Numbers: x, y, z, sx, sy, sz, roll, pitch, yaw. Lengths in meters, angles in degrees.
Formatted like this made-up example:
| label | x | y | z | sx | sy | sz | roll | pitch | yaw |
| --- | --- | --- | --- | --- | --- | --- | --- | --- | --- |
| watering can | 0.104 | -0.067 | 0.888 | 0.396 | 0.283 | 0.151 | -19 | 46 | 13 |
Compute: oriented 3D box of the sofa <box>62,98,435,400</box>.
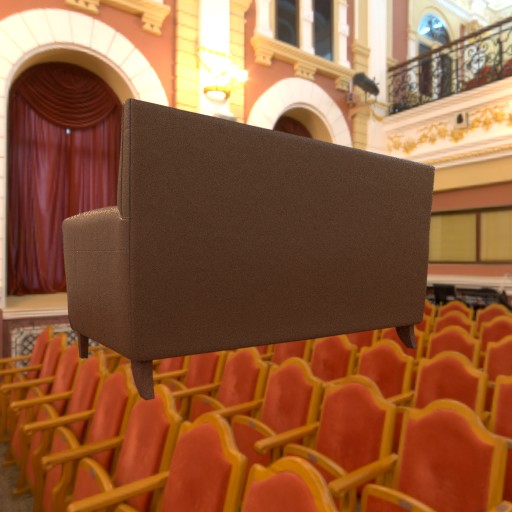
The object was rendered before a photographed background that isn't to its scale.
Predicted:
| label | x | y | z | sx | sy | sz | roll | pitch | yaw |
| --- | --- | --- | --- | --- | --- | --- | --- | --- | --- |
| sofa | 0.000 | 0.000 | 1.979 | 1.468 | 0.859 | 0.853 | 1 | -1 | -36 |
